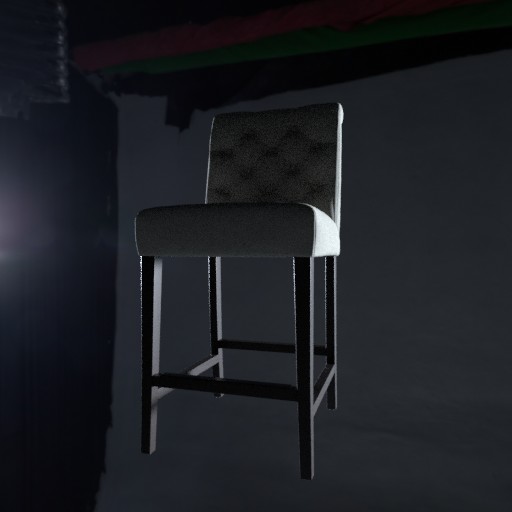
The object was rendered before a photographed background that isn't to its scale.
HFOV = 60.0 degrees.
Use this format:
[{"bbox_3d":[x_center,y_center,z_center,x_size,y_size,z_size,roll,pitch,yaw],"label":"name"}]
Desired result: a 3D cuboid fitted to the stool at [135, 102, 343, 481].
[{"bbox_3d":[0.000,0.000,1.360,0.493,1.040,0.601,0,1,18],"label":"stool"}]
